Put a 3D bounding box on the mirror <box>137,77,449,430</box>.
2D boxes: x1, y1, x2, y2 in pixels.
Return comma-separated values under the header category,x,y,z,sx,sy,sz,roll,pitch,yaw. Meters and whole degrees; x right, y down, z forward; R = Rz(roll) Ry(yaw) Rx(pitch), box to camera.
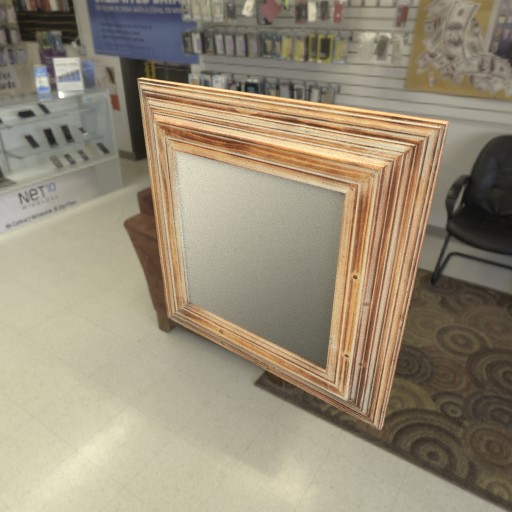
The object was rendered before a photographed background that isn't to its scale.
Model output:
category,x,y,z,sx,sy,sz,roll,pitch,yaw
mirror,0.000,0.000,1.170,0.804,0.804,0.061,21,36,31
